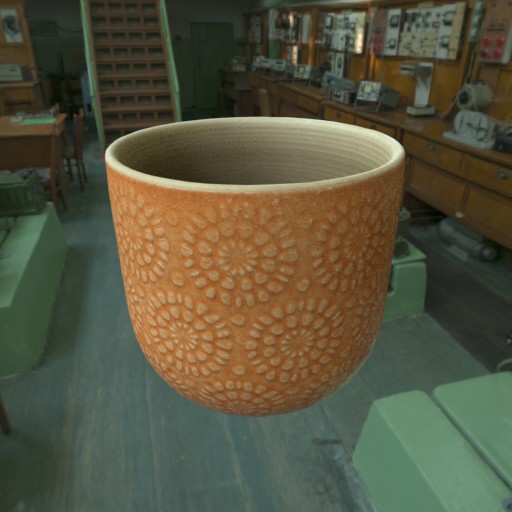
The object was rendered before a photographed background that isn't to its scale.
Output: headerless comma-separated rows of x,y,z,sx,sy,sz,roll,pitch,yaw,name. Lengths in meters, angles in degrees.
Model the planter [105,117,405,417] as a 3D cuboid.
0.000,0.000,0.282,0.170,0.152,0.170,0,27,0,planter
